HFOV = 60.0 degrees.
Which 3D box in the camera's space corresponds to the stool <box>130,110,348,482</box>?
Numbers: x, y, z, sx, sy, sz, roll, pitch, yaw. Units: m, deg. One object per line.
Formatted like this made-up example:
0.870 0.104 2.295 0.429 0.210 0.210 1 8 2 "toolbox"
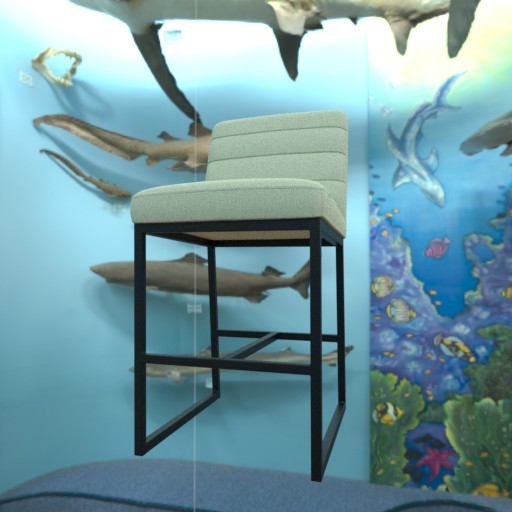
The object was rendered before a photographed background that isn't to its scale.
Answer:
0.000 0.000 1.224 0.460 0.940 0.560 0 -1 17 "stool"
